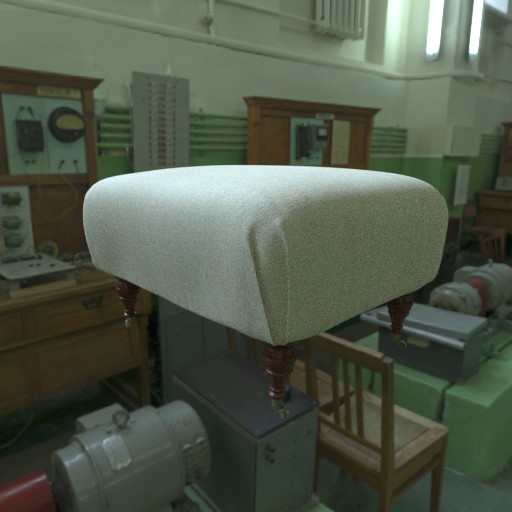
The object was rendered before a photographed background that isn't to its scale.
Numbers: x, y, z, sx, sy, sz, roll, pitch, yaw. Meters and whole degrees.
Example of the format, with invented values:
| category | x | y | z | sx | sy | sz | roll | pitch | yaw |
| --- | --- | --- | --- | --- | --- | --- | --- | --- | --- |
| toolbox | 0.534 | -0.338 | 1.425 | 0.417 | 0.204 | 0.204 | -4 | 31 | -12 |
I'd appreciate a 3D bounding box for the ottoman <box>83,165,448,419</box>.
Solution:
| category | x | y | z | sx | sy | sz | roll | pitch | yaw |
| --- | --- | --- | --- | --- | --- | --- | --- | --- | --- |
| ottoman | 0.000 | 0.000 | 1.122 | 0.622 | 0.450 | 0.747 | -12 | 18 | -42 |
